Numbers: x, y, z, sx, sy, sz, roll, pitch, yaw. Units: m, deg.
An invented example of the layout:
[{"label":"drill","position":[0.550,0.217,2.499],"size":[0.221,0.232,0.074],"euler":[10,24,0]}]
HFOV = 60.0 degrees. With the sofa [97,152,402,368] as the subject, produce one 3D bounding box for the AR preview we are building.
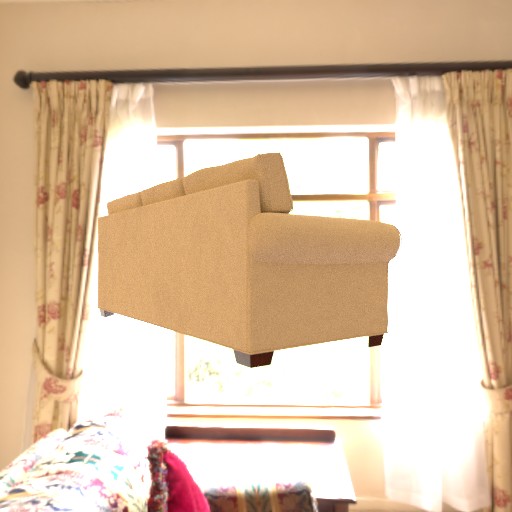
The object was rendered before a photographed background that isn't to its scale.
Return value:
[{"label":"sofa","position":[0.000,0.000,2.413],"size":[1.226,0.734,1.770],"euler":[0,0,-36]}]
